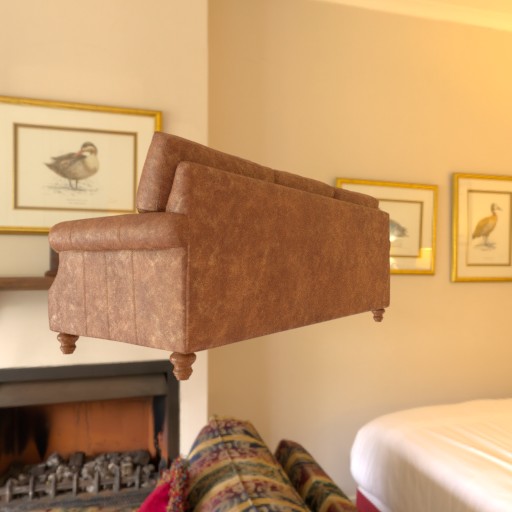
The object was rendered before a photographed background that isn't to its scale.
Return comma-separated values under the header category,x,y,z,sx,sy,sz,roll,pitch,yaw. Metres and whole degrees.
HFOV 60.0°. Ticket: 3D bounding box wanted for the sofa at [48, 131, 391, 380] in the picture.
category,x,y,z,sx,sy,sz,roll,pitch,yaw
sofa,0.000,0.000,2.789,0.973,0.977,2.351,-1,-1,36
